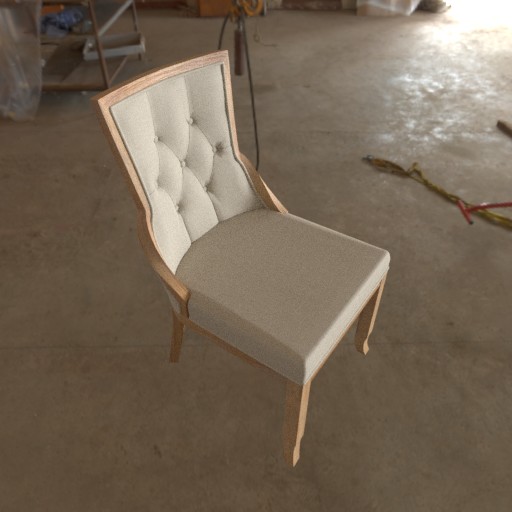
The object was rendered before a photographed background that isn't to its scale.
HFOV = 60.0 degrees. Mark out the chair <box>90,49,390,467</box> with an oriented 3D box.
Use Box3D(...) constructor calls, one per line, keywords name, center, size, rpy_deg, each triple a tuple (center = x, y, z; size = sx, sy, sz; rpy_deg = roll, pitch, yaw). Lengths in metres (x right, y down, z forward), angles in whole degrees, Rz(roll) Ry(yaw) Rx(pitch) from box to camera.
Box3D(name="chair", center=(0.000, 0.000, 1.293), size=(0.641, 0.947, 0.524), rpy_deg=(25, 46, 26))
